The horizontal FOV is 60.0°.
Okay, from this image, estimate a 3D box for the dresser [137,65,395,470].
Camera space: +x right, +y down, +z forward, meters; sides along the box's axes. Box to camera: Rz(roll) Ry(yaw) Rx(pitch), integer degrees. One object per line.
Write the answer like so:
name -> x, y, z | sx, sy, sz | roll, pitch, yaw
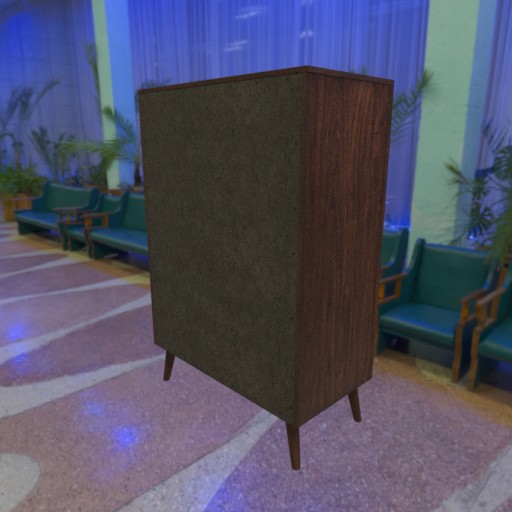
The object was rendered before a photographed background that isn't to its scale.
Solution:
dresser -> 0.000, 0.000, 1.890 | 0.498, 1.365, 0.919 | -14, 21, -42
